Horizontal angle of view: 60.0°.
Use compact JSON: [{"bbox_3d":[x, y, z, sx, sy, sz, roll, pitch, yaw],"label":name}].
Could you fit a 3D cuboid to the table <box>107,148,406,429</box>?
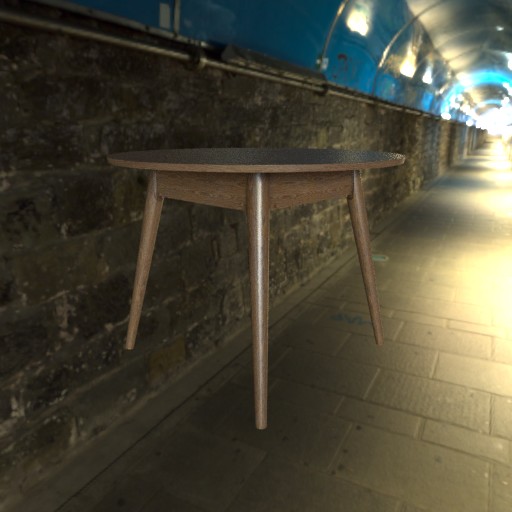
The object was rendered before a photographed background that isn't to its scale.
[{"bbox_3d":[0.000,0.000,1.748,1.053,0.786,1.053,0,16,0],"label":"table"}]
